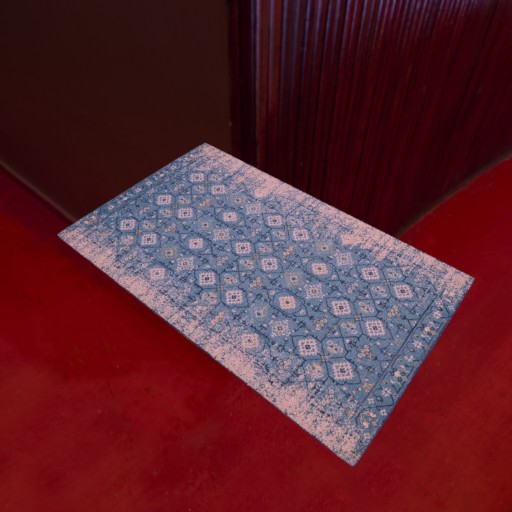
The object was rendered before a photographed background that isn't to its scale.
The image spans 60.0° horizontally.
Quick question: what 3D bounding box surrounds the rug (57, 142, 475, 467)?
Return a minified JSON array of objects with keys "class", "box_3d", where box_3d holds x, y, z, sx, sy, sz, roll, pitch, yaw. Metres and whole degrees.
[{"class":"rug","box_3d":[0.000,0.000,2.198,1.795,0.008,1.102,32,55,25]}]
